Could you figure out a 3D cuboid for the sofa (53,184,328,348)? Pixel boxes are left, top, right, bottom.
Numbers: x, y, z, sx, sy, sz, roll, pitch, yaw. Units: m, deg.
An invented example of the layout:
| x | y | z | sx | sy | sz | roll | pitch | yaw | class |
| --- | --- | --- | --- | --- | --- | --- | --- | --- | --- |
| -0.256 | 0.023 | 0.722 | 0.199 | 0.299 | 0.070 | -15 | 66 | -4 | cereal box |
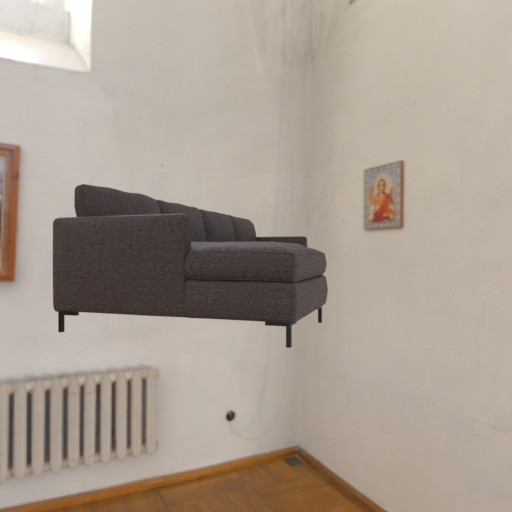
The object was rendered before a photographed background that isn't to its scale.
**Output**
| x | y | z | sx | sy | sz | roll | pitch | yaw | class |
| --- | --- | --- | --- | --- | --- | --- | --- | --- | --- |
| 0.000 | 0.000 | 3.266 | 1.258 | 0.754 | 2.731 | 0 | 0 | 18 | sofa |
